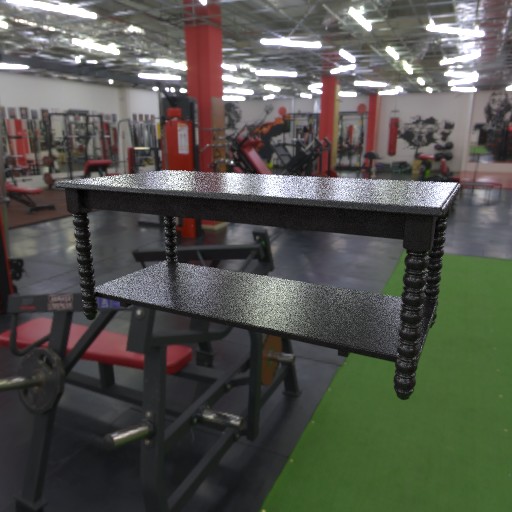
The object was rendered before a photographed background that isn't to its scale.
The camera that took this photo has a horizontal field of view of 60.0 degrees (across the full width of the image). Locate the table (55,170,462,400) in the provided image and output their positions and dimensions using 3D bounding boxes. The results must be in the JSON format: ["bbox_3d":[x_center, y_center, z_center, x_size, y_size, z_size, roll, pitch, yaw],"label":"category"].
[{"bbox_3d":[0.000,0.000,1.479,1.171,0.487,0.580,8,17,26],"label":"table"}]
